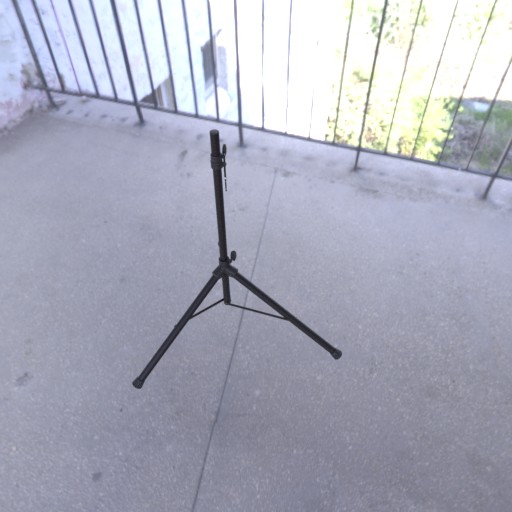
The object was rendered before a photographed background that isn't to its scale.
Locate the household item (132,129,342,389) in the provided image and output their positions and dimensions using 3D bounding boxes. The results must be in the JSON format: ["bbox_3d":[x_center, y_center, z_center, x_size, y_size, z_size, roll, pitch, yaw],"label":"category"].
[{"bbox_3d":[0.000,0.000,1.910,0.907,1.136,1.045,16,48,15],"label":"household item"}]
